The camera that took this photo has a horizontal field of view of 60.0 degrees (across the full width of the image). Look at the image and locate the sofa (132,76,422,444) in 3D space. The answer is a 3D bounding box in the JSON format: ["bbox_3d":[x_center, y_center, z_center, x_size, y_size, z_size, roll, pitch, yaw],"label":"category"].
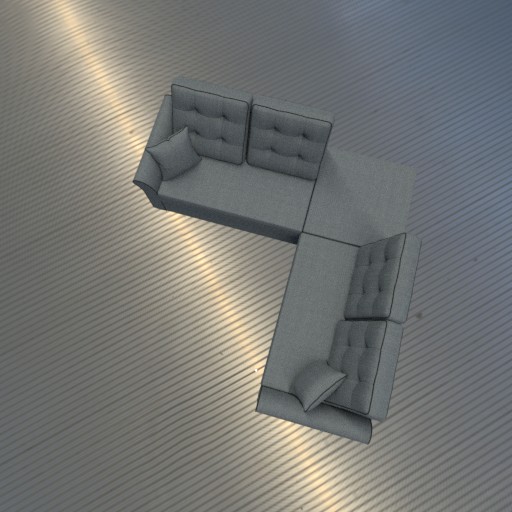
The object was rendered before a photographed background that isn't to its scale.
[{"bbox_3d":[0.000,0.000,3.242,2.068,0.988,2.070,15,76,4],"label":"sofa"}]
